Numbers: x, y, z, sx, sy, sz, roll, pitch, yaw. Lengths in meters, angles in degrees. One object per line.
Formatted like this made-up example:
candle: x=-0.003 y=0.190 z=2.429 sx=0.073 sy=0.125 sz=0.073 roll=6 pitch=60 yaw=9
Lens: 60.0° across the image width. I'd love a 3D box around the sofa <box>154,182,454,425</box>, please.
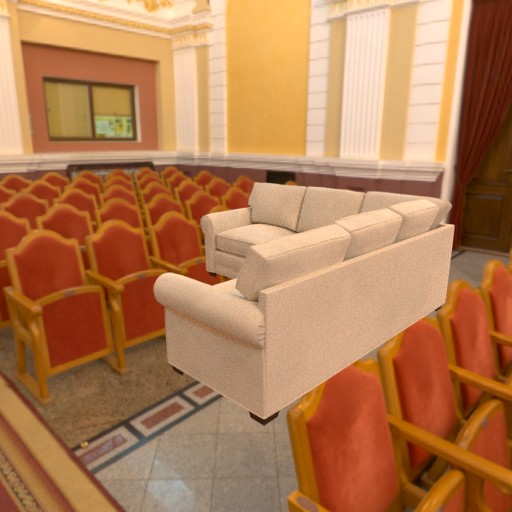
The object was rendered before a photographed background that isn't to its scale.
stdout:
sofa: x=0.000 y=0.000 z=3.982 sx=2.487 sy=1.054 sz=2.569 roll=15 pitch=21 yaw=42
